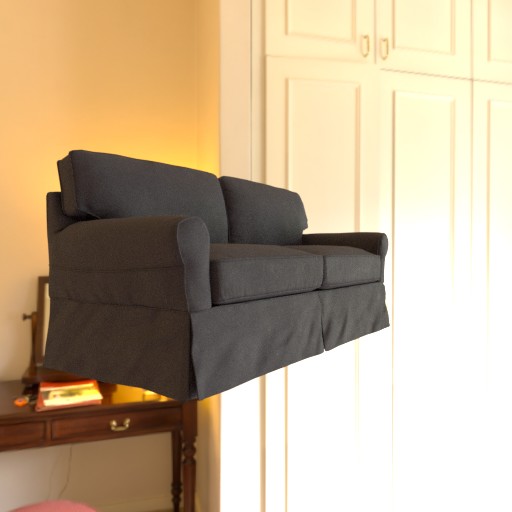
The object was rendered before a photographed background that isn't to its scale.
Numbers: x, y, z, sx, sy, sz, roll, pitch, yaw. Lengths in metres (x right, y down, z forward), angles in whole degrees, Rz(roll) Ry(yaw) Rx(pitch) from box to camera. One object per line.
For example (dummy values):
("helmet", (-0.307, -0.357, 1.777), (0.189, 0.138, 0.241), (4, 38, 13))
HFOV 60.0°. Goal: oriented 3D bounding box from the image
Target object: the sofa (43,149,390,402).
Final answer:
("sofa", (0.000, 0.000, 2.782), (0.983, 1.094, 2.256), (1, 1, 37))
